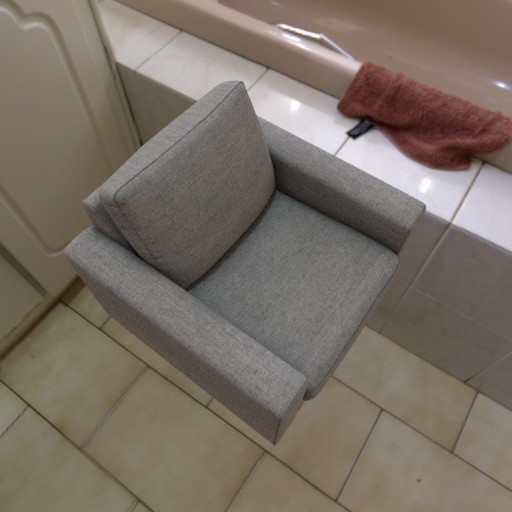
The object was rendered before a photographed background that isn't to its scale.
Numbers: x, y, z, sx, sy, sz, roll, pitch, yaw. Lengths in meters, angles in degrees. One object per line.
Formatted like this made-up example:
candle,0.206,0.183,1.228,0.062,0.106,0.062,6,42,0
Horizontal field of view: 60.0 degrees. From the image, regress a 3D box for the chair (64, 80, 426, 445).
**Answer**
chair,0.000,0.000,1.857,1.038,1.010,1.024,33,65,18
